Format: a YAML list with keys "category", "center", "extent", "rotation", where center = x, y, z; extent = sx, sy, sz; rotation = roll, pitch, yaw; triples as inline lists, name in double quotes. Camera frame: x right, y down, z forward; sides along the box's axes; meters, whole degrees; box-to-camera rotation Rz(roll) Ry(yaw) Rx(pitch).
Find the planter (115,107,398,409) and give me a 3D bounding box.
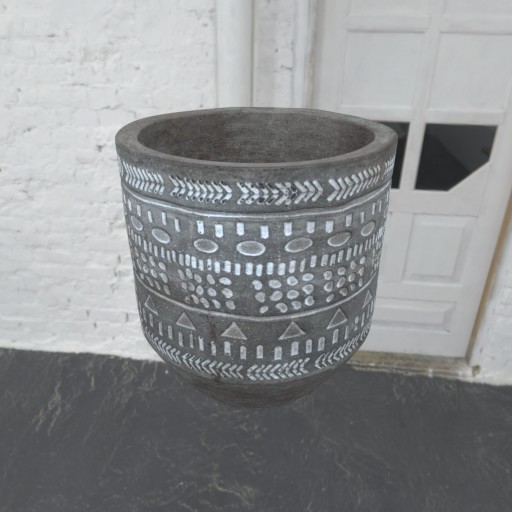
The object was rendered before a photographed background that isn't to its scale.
- category: "planter"
  center: [0.000, 0.000, 0.263]
  extent: [0.142, 0.149, 0.142]
  rotation: [0, 27, 0]
